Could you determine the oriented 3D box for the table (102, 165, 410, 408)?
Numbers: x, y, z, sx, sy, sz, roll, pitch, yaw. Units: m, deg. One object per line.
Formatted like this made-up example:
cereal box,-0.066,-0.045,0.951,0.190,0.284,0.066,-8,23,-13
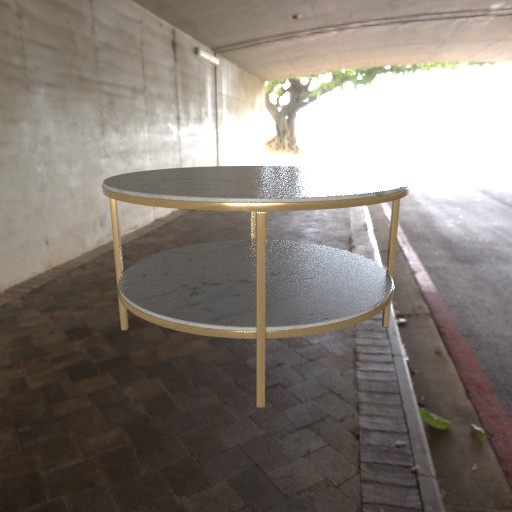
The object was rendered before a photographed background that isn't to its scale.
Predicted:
table,0.000,0.000,1.272,0.800,0.450,0.800,0,16,0
